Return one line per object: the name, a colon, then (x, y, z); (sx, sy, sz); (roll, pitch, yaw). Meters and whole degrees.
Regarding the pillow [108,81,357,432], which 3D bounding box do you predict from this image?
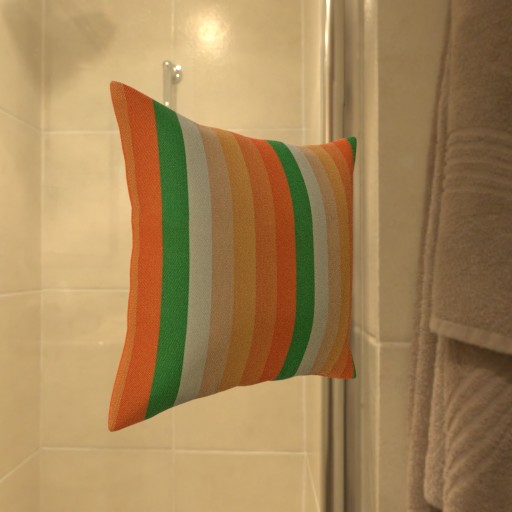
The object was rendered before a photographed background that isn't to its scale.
pillow: (0.000, 0.000, 0.688); (0.453, 0.444, 0.169); (1, -1, -35)
